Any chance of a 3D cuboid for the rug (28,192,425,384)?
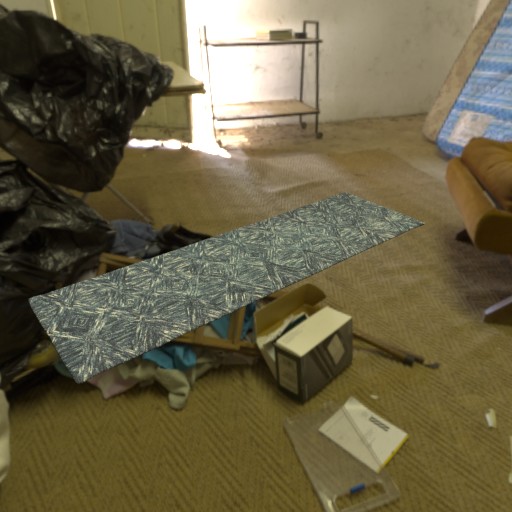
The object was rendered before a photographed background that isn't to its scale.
[{"bbox_3d":[0.000,0.000,2.554,2.306,0.013,0.719,-21,36,-33],"label":"rug"}]
